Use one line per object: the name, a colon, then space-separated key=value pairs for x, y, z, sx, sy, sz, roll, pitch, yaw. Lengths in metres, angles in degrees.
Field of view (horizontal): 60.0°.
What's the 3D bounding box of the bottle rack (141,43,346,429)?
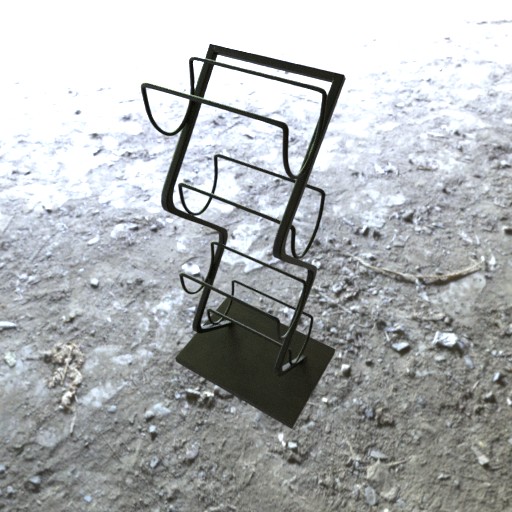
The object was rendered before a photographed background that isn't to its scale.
bottle rack: x=0.000 y=0.000 z=0.667 sx=0.254 sy=0.559 sz=0.178 roll=23 pitch=49 yaw=22
